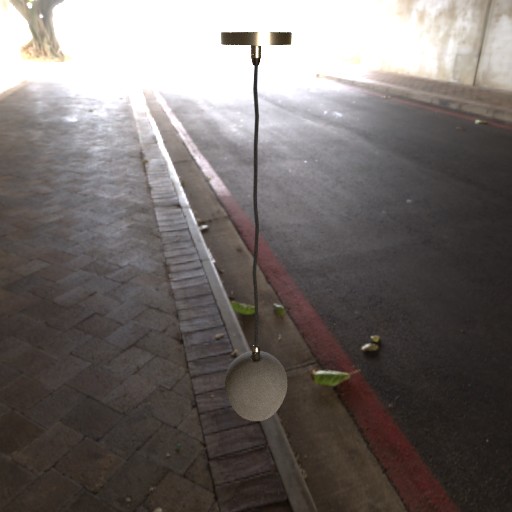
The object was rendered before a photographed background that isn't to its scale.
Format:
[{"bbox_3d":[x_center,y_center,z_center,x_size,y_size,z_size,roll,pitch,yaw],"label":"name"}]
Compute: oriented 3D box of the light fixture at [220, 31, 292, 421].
[{"bbox_3d":[0.000,0.000,0.846,0.139,0.764,0.139,8,28,15],"label":"light fixture"}]
